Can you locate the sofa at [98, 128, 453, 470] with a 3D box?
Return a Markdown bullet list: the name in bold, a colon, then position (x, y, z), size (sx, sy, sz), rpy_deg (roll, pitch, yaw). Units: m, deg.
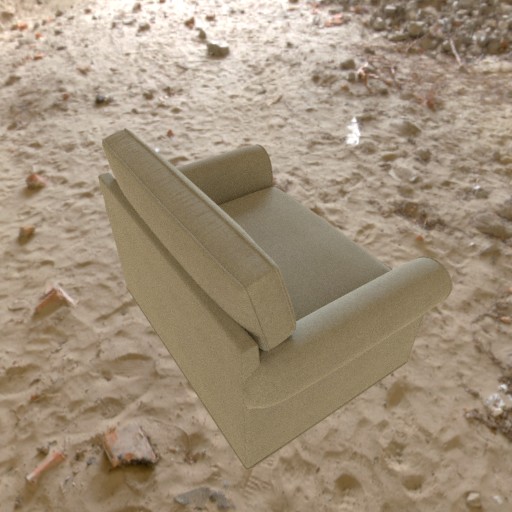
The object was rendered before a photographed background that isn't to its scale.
- **sofa**: position (0.000, 0.000, 2.034), size (0.936, 0.991, 1.405), rpy_deg (-24, 45, -26)
